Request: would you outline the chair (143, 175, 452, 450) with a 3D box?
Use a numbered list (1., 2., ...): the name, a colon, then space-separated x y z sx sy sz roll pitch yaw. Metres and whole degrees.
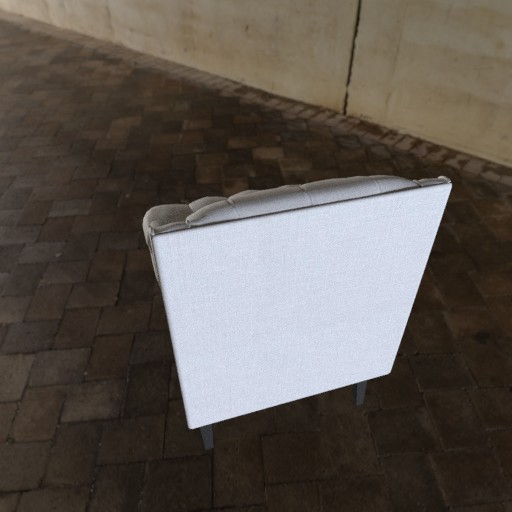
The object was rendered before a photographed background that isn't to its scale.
1. chair: 0.000 0.000 1.414 0.658 0.891 0.772 -11 42 -13
